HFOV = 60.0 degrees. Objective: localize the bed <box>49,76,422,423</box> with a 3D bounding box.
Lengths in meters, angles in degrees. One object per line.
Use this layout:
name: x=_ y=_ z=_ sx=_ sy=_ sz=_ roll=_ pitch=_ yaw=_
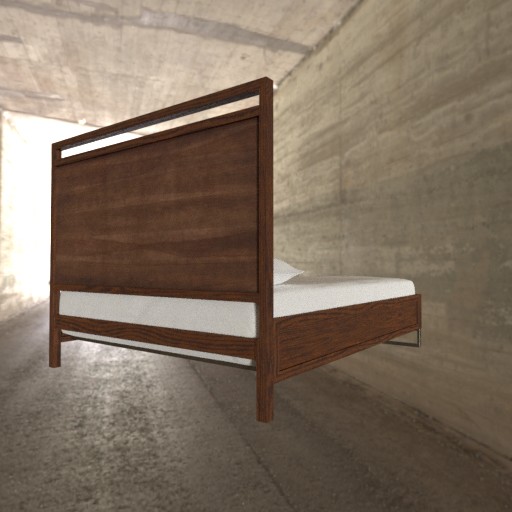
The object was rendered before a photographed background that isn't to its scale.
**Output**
bed: x=0.000 y=0.000 z=3.310 sx=1.765 sy=1.487 sz=2.218 roll=-1 pitch=-2 yaw=37
